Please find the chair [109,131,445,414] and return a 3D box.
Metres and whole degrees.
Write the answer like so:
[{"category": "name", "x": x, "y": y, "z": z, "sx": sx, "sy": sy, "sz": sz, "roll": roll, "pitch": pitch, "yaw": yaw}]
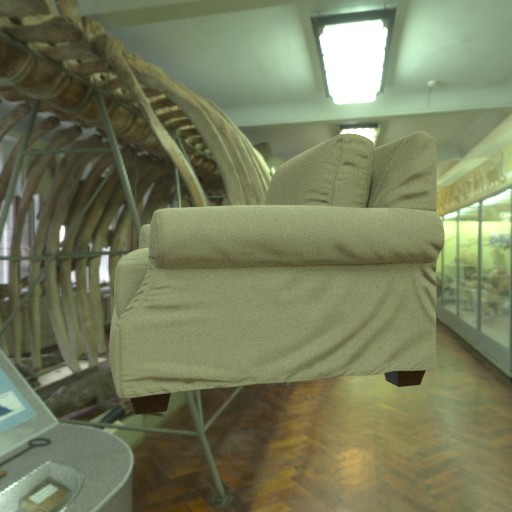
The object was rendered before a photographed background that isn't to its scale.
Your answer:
[{"category": "chair", "x": 0.000, "y": 0.000, "z": 1.706, "sx": 1.066, "sy": 0.866, "sz": 0.940, "roll": 0, "pitch": 1, "yaw": -17}]
